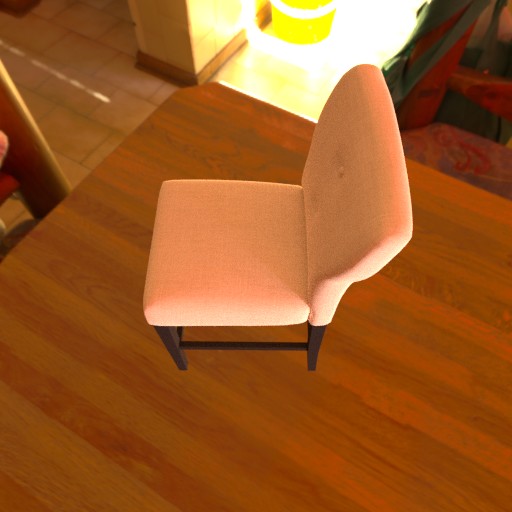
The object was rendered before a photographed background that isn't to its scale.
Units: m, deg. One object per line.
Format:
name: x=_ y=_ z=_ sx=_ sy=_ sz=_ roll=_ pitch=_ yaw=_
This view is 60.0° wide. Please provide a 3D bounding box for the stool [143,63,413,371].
stool: x=0.000 y=0.000 z=1.326 sx=0.603 sy=0.972 sz=0.514 roll=1 pitch=59 yaw=0
